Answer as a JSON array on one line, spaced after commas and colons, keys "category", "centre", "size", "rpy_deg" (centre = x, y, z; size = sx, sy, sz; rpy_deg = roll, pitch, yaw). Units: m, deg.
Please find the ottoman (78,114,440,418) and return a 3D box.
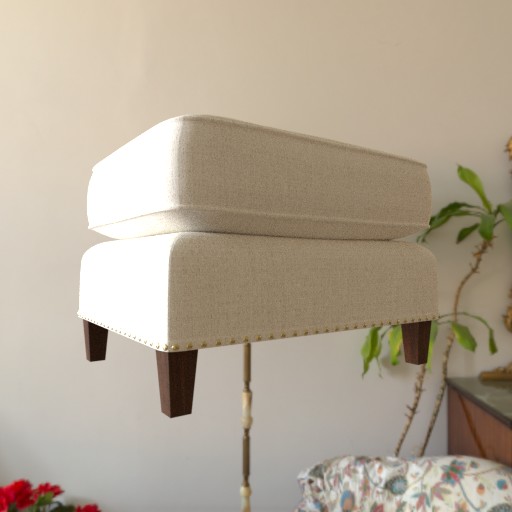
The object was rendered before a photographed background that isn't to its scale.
[{"category": "ottoman", "centre": [0.000, 0.000, 1.125], "size": [0.738, 0.537, 0.589], "rpy_deg": [1, -1, -35]}]
